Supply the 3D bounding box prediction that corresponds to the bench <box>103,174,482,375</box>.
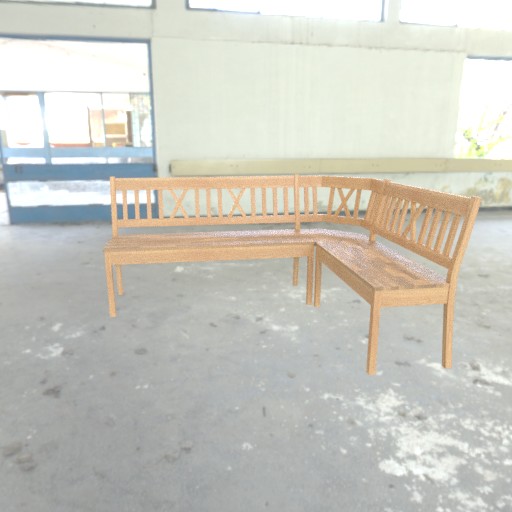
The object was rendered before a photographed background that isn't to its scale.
[{"bbox_3d":[0.000,0.000,2.812,1.937,0.902,1.537,-2,15,-9],"label":"bench"}]
